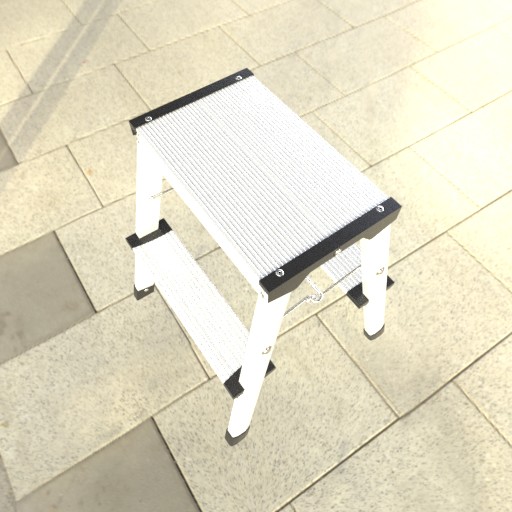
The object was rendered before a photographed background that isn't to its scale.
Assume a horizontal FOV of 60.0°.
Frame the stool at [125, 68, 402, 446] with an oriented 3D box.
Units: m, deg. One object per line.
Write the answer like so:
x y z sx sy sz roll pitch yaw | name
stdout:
0.000 0.000 0.785 0.405 0.480 0.404 -31 63 -18 | stool
